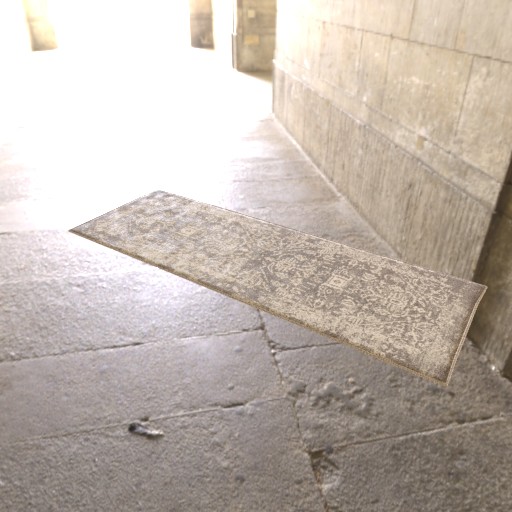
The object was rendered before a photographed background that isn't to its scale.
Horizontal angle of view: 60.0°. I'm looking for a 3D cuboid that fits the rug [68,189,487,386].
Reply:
[{"bbox_3d":[0.000,0.000,2.679,2.452,0.017,0.855,19,36,28],"label":"rug"}]
